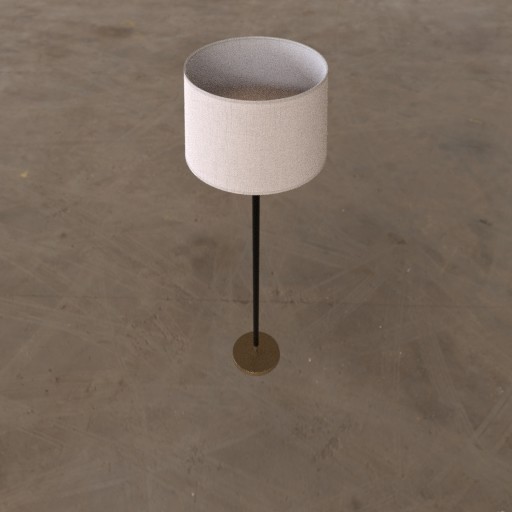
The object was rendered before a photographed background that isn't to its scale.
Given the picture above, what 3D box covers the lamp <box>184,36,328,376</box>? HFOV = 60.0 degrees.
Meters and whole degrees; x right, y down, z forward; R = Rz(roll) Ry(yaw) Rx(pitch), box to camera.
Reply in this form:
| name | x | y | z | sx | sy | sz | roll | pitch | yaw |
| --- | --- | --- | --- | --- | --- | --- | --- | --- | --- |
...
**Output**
| name | x | y | z | sx | sy | sz | roll | pitch | yaw |
| --- | --- | --- | --- | --- | --- | --- | --- | --- | --- |
| lamp | 0.000 | 0.000 | 1.669 | 0.420 | 1.447 | 0.420 | 0 | 47 | 0 |
